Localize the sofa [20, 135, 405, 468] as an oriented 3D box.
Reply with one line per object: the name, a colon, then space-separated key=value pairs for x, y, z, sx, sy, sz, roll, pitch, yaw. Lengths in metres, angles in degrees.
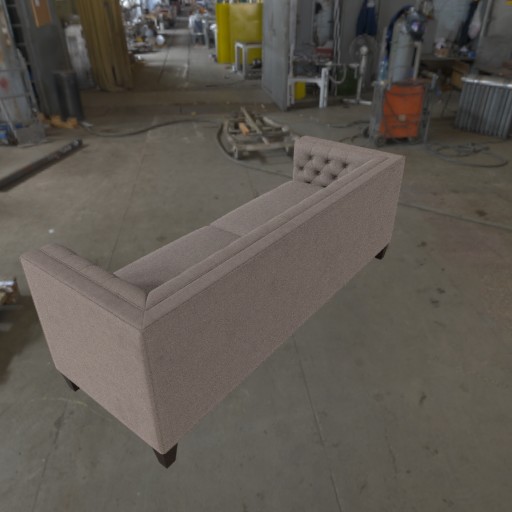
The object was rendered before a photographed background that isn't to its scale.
sofa: x=0.000 y=0.000 z=2.516 sx=0.775 sy=0.762 sz=2.159 roll=22 pitch=38 yaw=32
